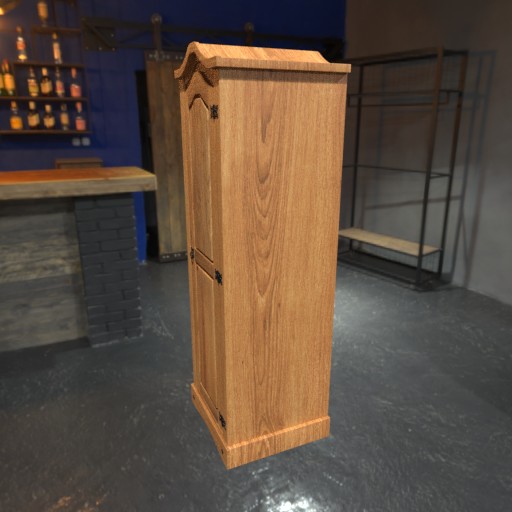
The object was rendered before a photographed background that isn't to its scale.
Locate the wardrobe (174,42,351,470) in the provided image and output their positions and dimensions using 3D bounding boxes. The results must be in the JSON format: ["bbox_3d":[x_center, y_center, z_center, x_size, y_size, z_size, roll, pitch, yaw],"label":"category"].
[{"bbox_3d":[0.000,0.000,2.173,0.570,1.870,0.590,-8,19,-23],"label":"wardrobe"}]
